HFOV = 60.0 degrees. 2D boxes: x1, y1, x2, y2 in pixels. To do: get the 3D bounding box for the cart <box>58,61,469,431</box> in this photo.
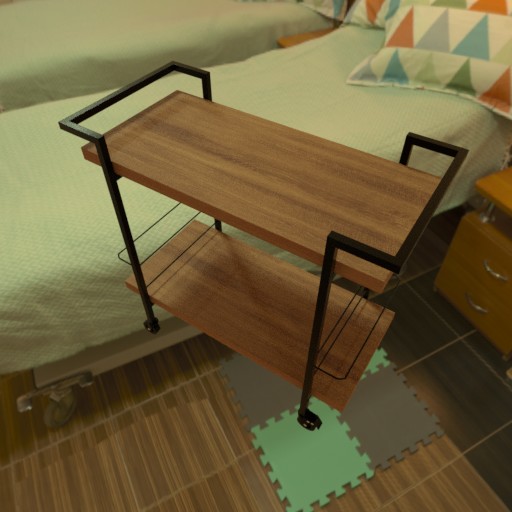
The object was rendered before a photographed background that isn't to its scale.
[{"bbox_3d":[0.000,0.000,1.237,0.806,0.762,0.406,25,51,22],"label":"cart"}]
